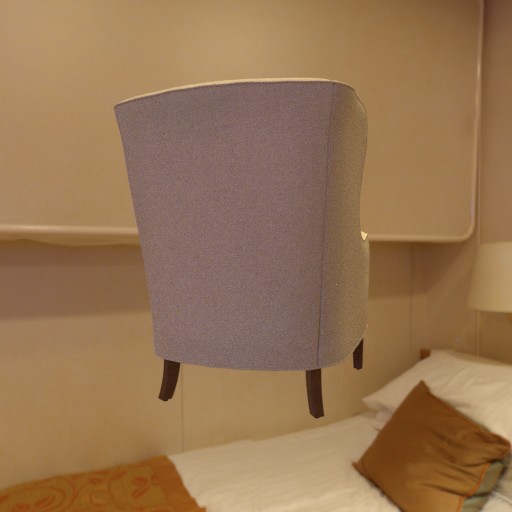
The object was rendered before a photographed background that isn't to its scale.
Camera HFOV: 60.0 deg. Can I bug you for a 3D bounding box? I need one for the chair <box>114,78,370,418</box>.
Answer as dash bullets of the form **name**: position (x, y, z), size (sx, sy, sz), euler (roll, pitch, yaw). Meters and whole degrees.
- **chair**: position (0.000, 0.000, 1.712), size (0.838, 1.040, 0.966), euler (0, 1, 17)
